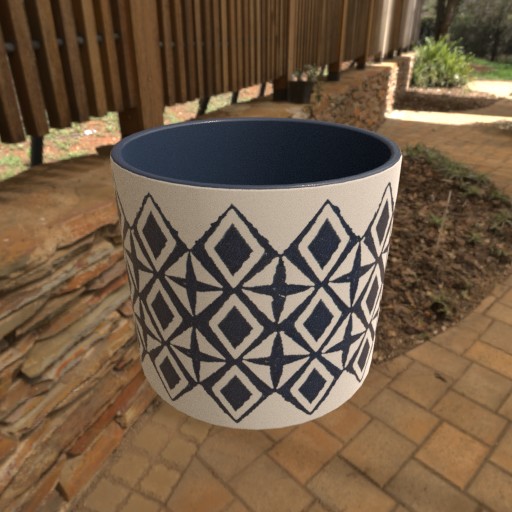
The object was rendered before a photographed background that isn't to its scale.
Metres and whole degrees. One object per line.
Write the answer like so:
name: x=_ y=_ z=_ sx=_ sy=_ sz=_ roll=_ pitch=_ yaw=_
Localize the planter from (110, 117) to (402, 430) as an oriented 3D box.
planter: x=0.000 y=0.000 z=0.398 sx=0.224 sy=0.203 sz=0.224 roll=0 pitch=27 yaw=0
